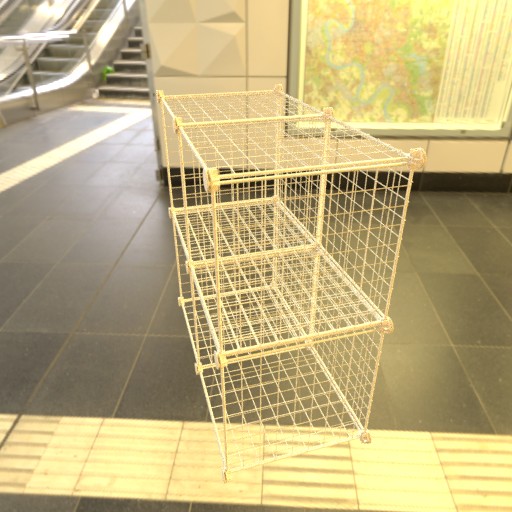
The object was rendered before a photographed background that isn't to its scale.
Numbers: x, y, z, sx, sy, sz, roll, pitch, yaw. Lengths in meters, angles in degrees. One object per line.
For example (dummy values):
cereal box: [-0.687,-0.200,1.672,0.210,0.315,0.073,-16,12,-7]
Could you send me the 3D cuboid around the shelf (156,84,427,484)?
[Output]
shelf: [0.000,0.000,1.129,0.356,0.711,0.711,-8,31,-14]
